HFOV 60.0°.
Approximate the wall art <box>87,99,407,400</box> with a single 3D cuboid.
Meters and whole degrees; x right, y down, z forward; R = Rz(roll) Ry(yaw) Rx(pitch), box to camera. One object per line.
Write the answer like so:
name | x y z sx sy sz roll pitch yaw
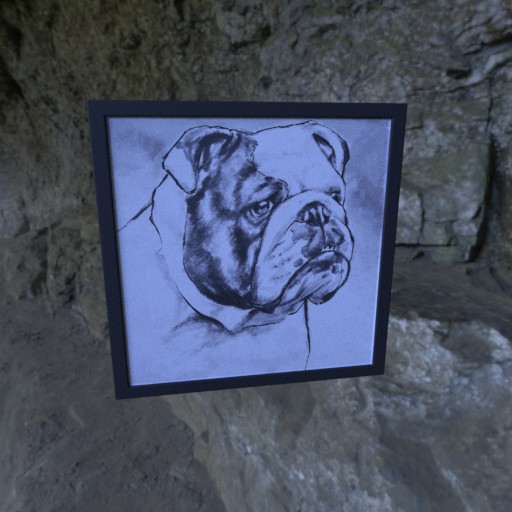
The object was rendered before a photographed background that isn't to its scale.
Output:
wall art | 0.000 0.000 0.847 0.562 0.558 0.012 -3 16 -9
